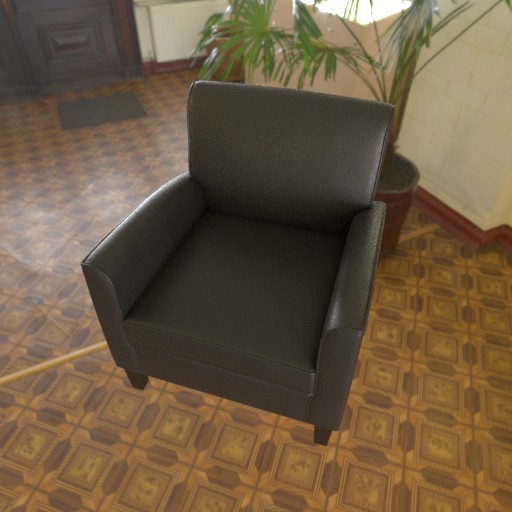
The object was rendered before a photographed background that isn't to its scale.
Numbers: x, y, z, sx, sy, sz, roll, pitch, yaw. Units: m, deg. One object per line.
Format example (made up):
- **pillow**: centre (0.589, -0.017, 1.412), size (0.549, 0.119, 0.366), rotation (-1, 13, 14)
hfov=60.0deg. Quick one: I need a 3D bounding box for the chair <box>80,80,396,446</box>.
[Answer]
- **chair**: centre (0.000, 0.000, 1.573), size (0.820, 0.916, 0.819), rotation (12, 42, 13)
